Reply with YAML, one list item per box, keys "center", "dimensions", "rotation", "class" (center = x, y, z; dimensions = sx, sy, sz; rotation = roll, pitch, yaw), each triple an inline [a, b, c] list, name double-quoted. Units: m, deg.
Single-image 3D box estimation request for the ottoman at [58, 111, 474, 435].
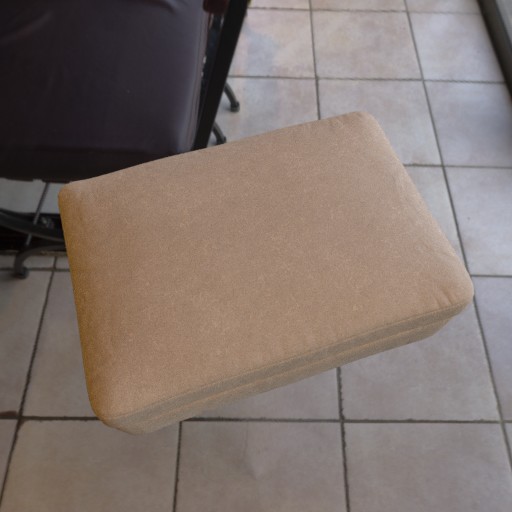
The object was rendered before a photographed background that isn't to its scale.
- center: [0.000, 0.000, 1.544]
  dimensions: [1.199, 0.429, 0.840]
  rotation: [-16, 64, -8]
  class: "ottoman"
